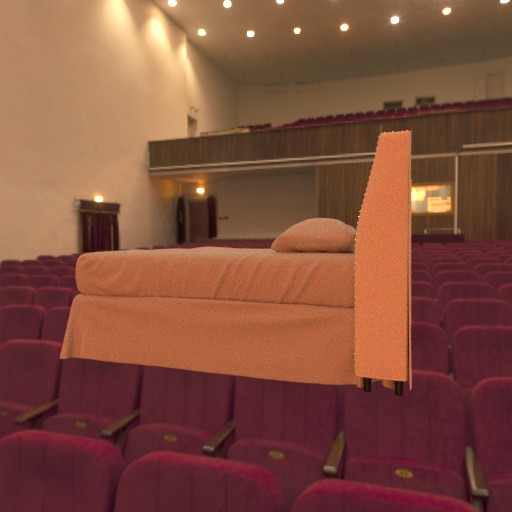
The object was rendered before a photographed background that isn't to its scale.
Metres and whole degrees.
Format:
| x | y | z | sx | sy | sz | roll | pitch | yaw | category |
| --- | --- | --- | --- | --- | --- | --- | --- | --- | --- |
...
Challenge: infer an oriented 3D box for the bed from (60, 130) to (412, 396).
| x | y | z | sx | sy | sz | roll | pitch | yaw | category |
| --- | --- | --- | --- | --- | --- | --- | --- | --- | --- |
| 0.000 | 0.000 | 3.415 | 2.276 | 1.332 | 1.925 | 1 | 2 | 19 | bed |
